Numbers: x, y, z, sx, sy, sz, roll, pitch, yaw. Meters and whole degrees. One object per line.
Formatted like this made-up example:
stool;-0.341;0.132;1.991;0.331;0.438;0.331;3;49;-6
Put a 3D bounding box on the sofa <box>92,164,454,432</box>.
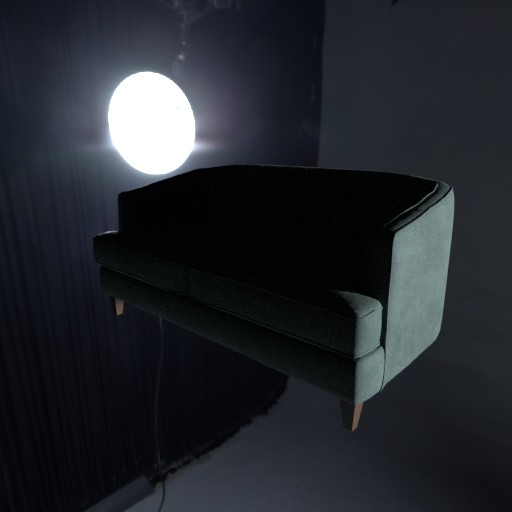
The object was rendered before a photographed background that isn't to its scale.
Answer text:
sofa;0.000;0.000;2.253;1.733;0.855;0.941;13;20;41
